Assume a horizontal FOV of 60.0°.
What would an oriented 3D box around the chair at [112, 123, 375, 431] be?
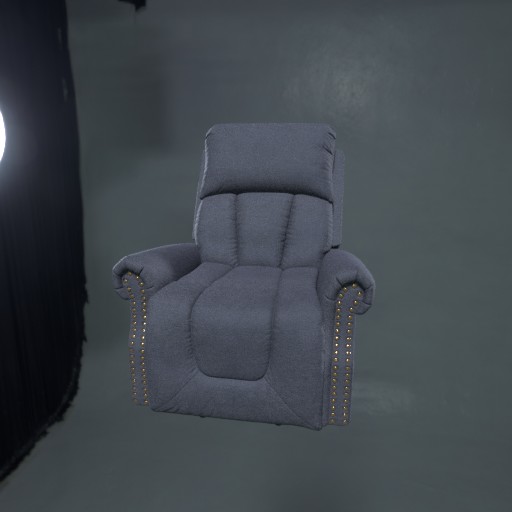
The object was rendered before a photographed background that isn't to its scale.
[{"bbox_3d":[0.000,0.000,1.779,0.871,1.031,0.979,3,16,9],"label":"chair"}]
